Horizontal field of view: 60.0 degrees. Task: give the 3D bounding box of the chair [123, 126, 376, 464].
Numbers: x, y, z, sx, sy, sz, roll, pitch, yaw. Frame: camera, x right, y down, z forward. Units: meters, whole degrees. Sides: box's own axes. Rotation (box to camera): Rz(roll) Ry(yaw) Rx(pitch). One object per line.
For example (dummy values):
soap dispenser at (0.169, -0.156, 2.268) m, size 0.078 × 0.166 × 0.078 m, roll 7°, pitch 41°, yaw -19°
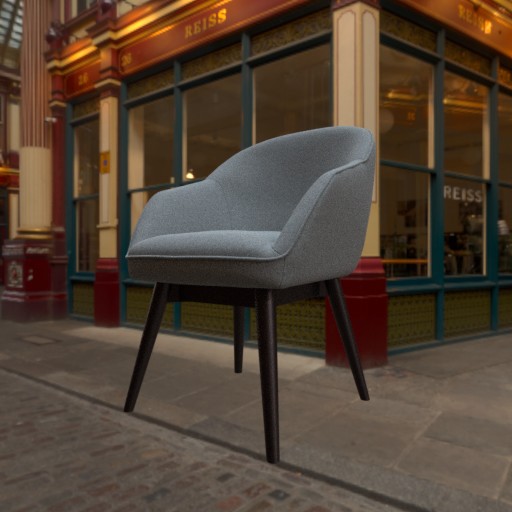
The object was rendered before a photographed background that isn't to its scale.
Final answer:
chair at (0.000, 0.000, 1.220) m, size 0.589 × 0.810 × 0.611 m, roll 1°, pitch 1°, yaw 37°
